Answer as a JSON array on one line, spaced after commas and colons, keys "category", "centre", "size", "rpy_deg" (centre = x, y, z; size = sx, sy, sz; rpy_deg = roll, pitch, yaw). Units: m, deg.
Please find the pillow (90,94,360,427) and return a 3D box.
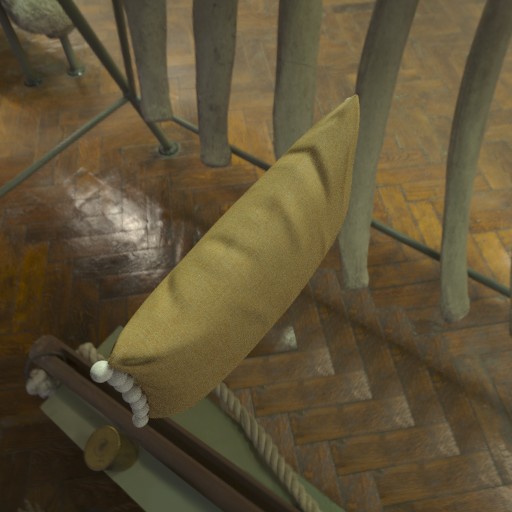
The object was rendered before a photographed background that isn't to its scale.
[{"category": "pillow", "centre": [0.000, 0.000, 0.839], "size": [0.201, 0.322, 0.709], "rpy_deg": [32, 63, 19]}]
